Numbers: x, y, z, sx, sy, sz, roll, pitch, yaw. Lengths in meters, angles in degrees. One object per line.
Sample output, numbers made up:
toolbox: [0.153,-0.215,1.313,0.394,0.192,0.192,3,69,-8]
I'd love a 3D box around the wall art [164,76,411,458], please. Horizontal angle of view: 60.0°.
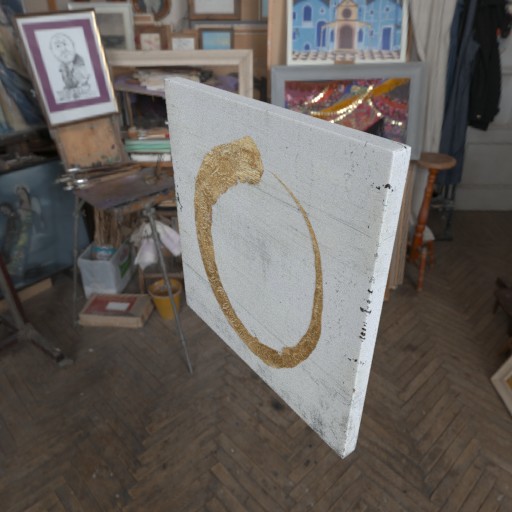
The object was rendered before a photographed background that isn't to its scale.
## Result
wall art: [0.000,0.000,0.912,0.040,0.611,0.610,-22,38,-31]
